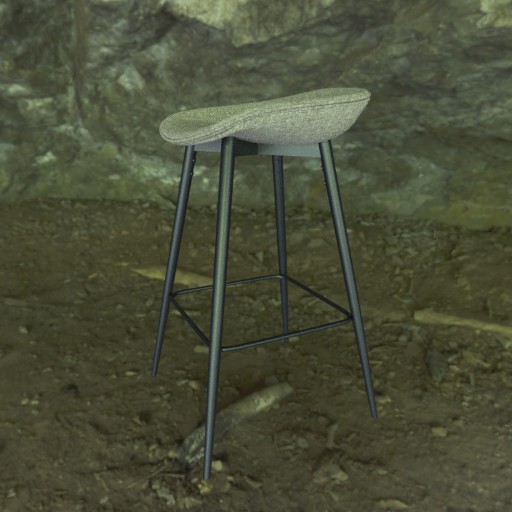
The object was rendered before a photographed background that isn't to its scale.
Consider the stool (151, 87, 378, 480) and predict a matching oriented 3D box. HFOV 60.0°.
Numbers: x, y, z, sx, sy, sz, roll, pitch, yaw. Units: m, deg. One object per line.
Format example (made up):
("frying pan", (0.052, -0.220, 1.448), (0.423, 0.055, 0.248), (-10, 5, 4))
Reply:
("stool", (0.000, 0.000, 1.132), (0.480, 0.814, 0.469), (-8, 19, -25))
